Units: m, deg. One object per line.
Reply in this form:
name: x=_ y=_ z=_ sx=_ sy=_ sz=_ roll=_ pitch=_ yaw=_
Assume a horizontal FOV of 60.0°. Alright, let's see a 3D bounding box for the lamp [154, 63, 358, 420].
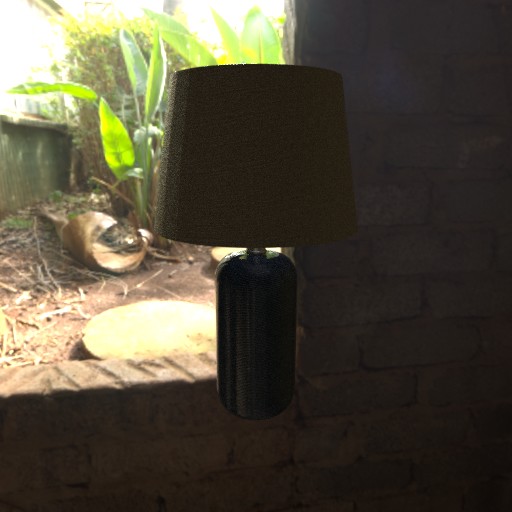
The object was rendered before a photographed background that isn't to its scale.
lamp: x=0.000 y=0.000 z=0.572 sx=0.253 sy=0.428 sz=0.253 roll=0 pitch=14 yaw=0
